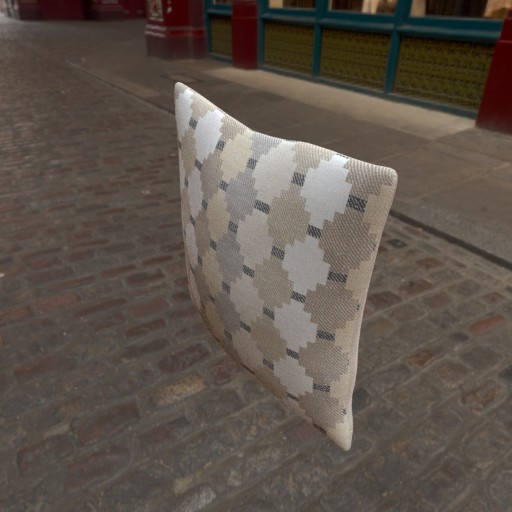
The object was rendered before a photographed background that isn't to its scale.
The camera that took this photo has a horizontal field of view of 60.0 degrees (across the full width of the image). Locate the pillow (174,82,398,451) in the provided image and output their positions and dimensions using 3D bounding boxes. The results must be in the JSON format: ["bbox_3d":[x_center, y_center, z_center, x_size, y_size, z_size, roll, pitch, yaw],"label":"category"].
[{"bbox_3d":[0.000,0.000,0.861,0.192,0.558,0.578,-21,38,-30],"label":"pillow"}]
